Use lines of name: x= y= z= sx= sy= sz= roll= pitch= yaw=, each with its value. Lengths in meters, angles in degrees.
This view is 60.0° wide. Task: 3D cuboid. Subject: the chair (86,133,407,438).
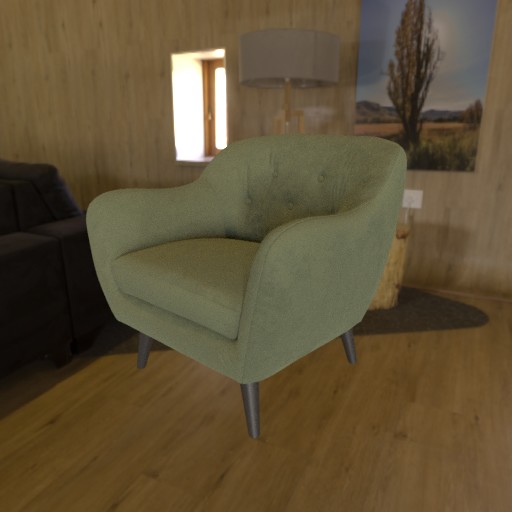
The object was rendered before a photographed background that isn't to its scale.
chair: x=0.000 y=0.000 z=1.529 sx=0.840 sy=0.804 sz=0.819 roll=14 pitch=21 yaw=40
